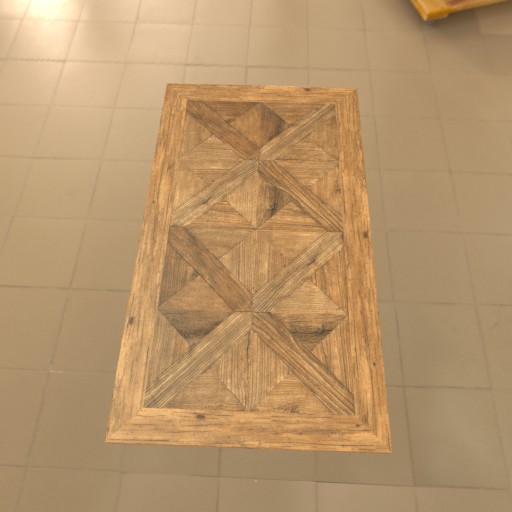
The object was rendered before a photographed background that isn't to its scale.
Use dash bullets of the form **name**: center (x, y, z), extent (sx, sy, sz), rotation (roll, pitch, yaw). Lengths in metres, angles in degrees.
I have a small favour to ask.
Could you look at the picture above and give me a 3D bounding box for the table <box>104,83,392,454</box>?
- **table**: center (0.000, 0.000, 1.727), extent (0.800, 0.410, 1.400), rotation (2, 63, 1)
